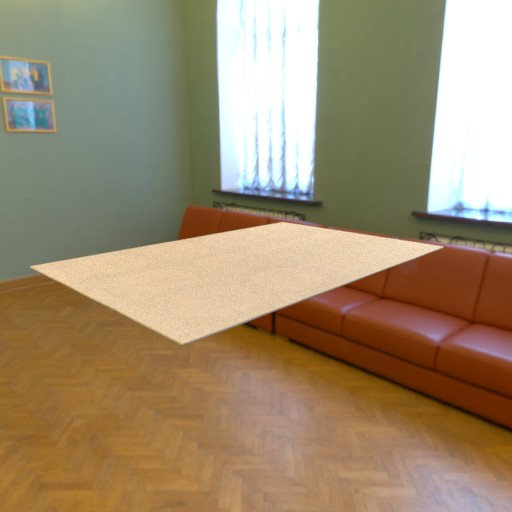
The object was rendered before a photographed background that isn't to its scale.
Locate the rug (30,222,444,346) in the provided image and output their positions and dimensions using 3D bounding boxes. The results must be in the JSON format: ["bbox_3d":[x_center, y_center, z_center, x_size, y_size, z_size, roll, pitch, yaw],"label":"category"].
[{"bbox_3d":[0.000,0.000,2.334,1.236,0.009,1.839,13,19,43],"label":"rug"}]
